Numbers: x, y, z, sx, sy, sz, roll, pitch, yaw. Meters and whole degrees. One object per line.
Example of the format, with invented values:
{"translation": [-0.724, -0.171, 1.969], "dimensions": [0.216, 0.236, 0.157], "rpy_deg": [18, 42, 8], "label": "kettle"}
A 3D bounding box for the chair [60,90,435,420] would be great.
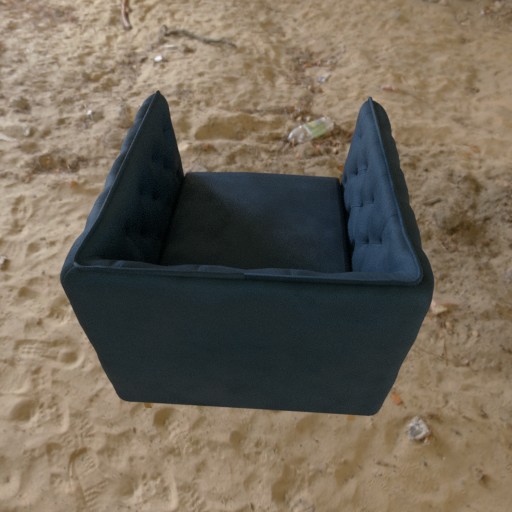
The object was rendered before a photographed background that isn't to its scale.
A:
{"translation": [0.000, 0.000, 1.508], "dimensions": [0.868, 0.771, 0.877], "rpy_deg": [3, 47, 2], "label": "chair"}
